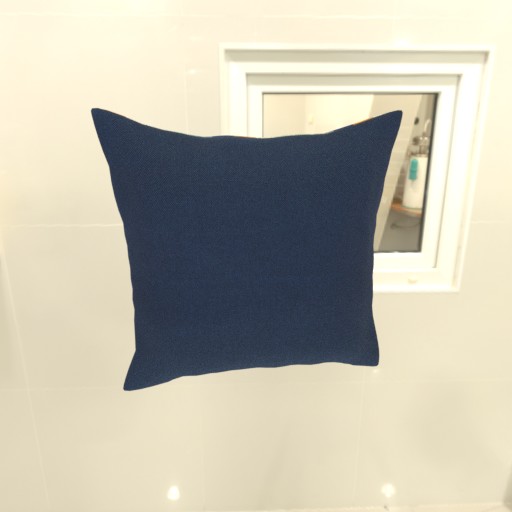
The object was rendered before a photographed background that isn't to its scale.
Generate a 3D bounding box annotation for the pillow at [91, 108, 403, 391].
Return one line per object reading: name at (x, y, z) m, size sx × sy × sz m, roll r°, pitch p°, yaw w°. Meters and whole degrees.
pillow at (0.000, 0.000, 0.719) m, size 0.463 × 0.454 × 0.173 m, roll -3°, pitch 18°, yaw -10°
